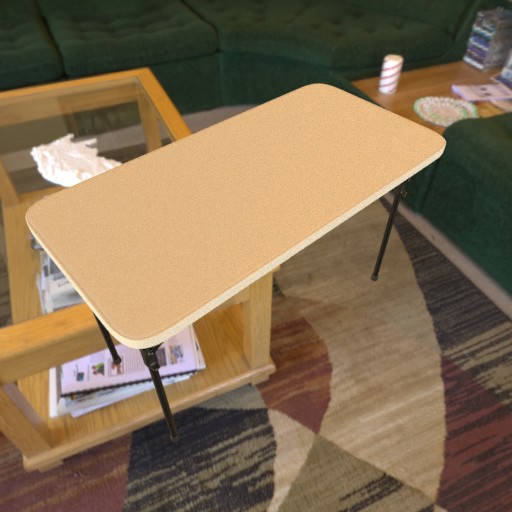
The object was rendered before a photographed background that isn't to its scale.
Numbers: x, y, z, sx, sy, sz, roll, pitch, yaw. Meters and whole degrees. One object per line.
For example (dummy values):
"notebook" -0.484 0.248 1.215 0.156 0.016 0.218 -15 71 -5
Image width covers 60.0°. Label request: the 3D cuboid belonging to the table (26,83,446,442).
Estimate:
"table" 0.000 0.000 1.595 1.219 0.729 0.610 -32 54 -28
